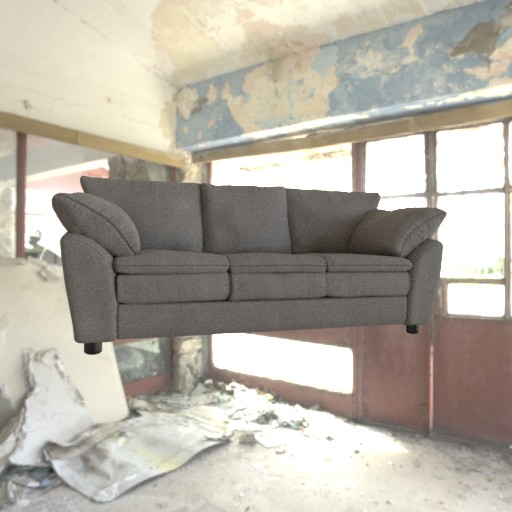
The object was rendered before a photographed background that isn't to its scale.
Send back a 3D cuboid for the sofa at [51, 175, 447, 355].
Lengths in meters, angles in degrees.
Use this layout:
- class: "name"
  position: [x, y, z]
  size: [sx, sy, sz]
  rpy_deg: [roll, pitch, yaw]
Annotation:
- class: "sofa"
  position: [0.000, 0.000, 2.851]
  size: [2.334, 0.996, 0.878]
  rpy_deg: [0, 0, -18]
